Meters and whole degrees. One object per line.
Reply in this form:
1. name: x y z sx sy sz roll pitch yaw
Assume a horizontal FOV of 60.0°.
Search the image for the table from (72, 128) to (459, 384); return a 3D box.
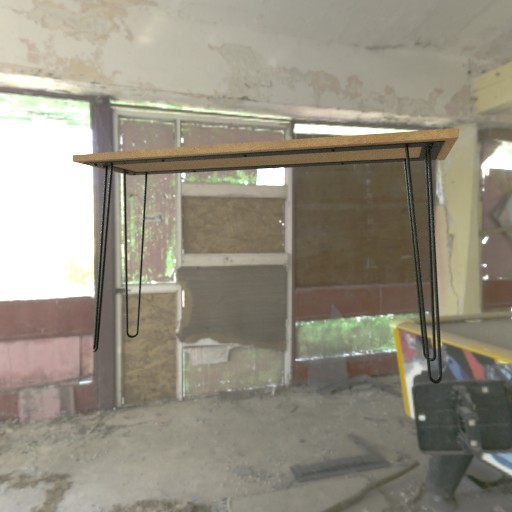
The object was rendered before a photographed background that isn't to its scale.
1. table: 0.000 0.000 1.743 1.400 0.799 0.399 1 2 18
